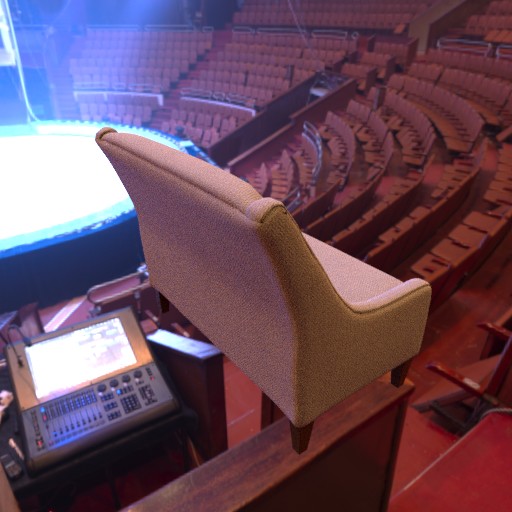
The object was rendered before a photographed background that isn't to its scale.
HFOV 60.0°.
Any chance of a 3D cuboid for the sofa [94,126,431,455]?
[{"bbox_3d":[0.000,0.000,1.939,0.870,1.022,1.242,-19,33,-32],"label":"sofa"}]
